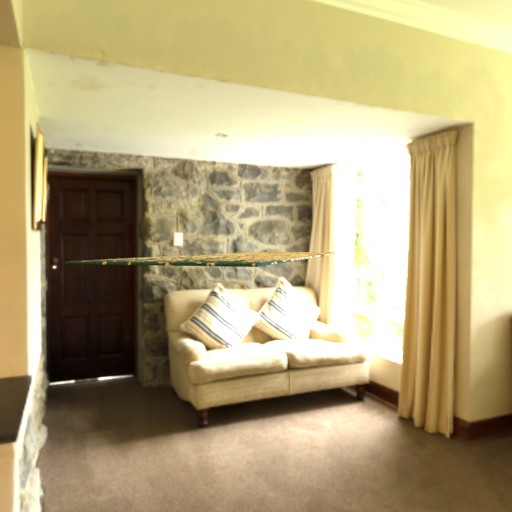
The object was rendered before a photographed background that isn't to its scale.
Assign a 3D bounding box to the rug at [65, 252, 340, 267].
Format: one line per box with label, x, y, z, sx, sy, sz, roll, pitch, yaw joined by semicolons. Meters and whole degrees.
rug;0.000;0.000;2.706;0.750;0.011;2.435;0;1;17
